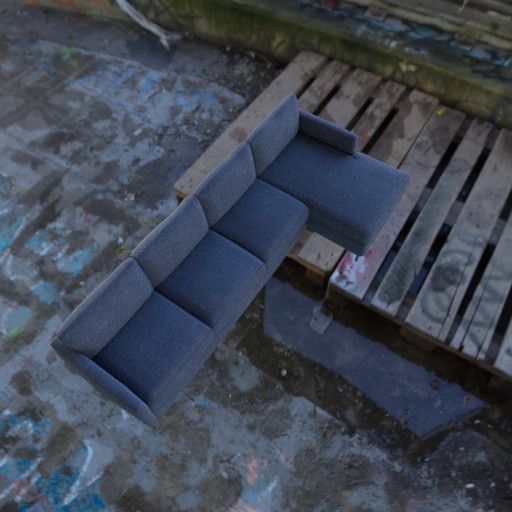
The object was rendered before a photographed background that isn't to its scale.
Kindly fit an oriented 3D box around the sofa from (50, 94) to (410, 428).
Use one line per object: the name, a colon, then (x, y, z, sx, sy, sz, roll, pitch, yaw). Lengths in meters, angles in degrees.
sofa: (0.000, 0.000, 3.501, 1.350, 0.810, 2.932, 31, 64, 17)
